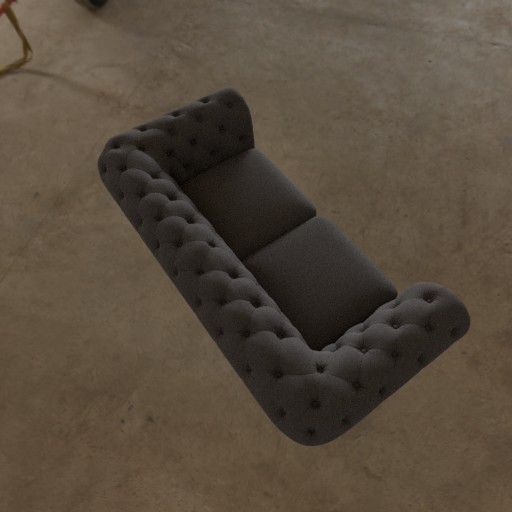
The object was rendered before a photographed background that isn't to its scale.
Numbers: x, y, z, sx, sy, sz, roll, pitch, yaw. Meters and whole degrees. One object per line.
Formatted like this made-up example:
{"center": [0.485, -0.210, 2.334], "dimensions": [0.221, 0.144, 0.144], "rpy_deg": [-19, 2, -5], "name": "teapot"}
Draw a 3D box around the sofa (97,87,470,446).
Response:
{"center": [0.000, 0.000, 2.475], "dimensions": [0.986, 0.764, 1.998], "rpy_deg": [-32, 64, -18], "name": "sofa"}
